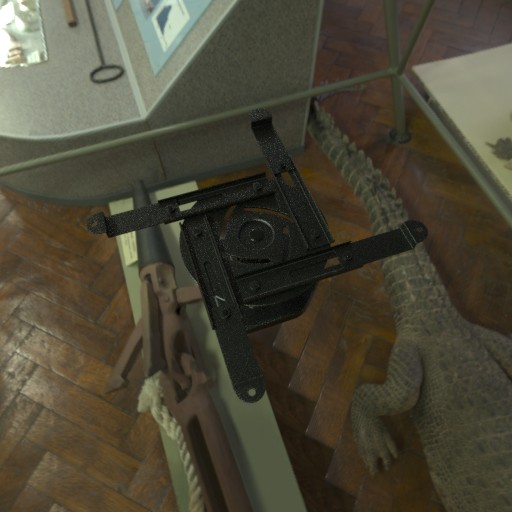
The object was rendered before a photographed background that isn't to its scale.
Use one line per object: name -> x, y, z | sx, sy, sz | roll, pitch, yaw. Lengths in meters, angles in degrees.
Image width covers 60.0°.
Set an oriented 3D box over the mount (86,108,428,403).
mount -> 0.000, 0.000, 0.603 | 0.394, 0.141, 0.394 | -17, 61, -10
